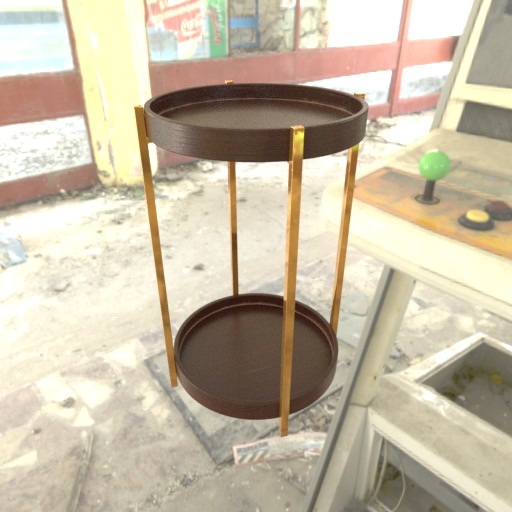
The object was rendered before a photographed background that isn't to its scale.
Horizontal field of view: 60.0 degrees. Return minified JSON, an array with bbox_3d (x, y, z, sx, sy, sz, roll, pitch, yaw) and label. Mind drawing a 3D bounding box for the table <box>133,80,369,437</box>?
[{"bbox_3d":[0.000,0.000,0.896,0.400,0.610,0.400,-8,31,-14],"label":"table"}]
